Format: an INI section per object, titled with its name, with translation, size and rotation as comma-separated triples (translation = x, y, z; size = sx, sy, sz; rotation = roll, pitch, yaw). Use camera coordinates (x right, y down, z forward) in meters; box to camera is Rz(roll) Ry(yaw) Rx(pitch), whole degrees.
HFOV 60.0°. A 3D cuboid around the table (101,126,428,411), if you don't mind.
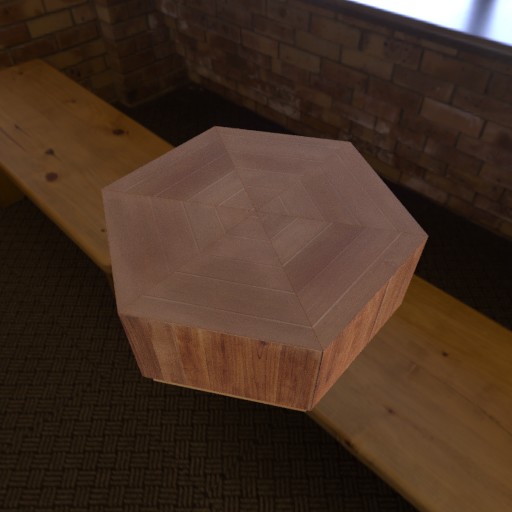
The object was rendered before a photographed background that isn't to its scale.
[table]
translation = 0.000, 0.000, 1.700
size = 1.154, 0.456, 1.000
rotation = 9, 48, 8
